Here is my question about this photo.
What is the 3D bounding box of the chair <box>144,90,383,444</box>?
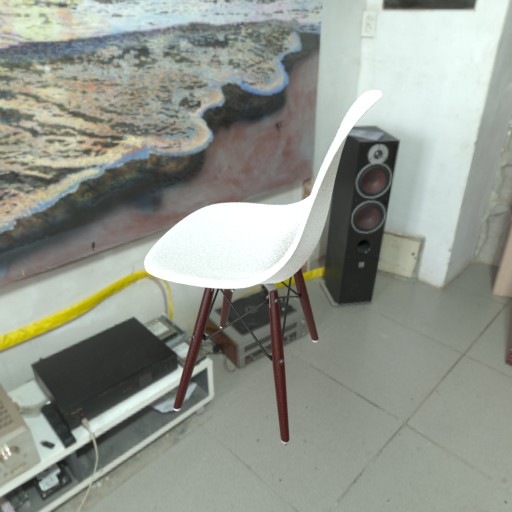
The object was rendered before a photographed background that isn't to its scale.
[{"bbox_3d":[0.000,0.000,1.160,0.533,0.826,0.470,8,30,13],"label":"chair"}]
